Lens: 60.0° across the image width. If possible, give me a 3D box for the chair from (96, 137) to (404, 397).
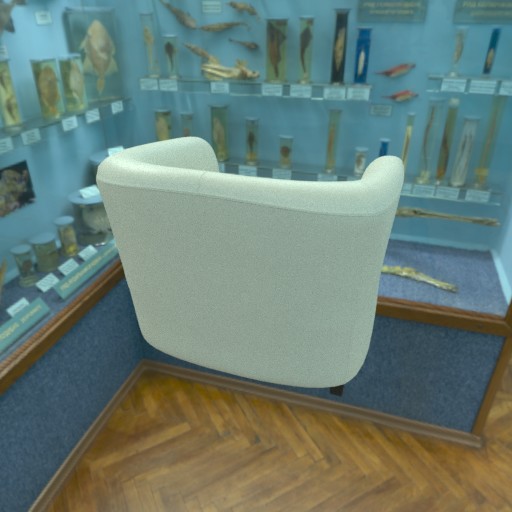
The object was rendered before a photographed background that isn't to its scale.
[{"bbox_3d":[0.000,0.000,1.383,0.792,0.756,0.727,10,31,16],"label":"chair"}]
